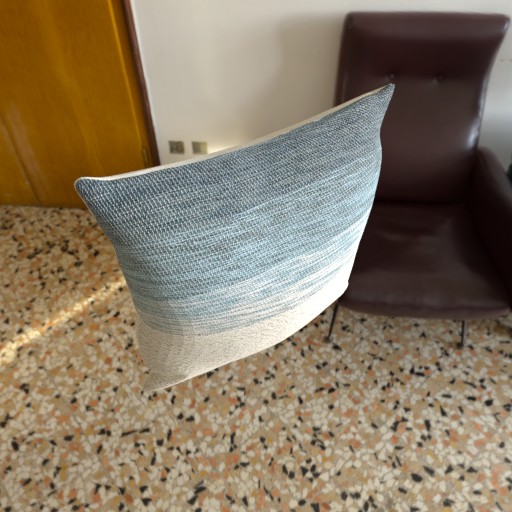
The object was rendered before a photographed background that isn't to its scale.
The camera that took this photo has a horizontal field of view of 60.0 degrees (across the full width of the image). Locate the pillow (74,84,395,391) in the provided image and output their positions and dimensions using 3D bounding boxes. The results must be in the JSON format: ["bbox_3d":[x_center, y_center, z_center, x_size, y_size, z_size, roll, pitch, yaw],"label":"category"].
[{"bbox_3d":[0.000,0.000,0.667,0.440,0.441,0.182,-24,51,-21],"label":"pillow"}]
